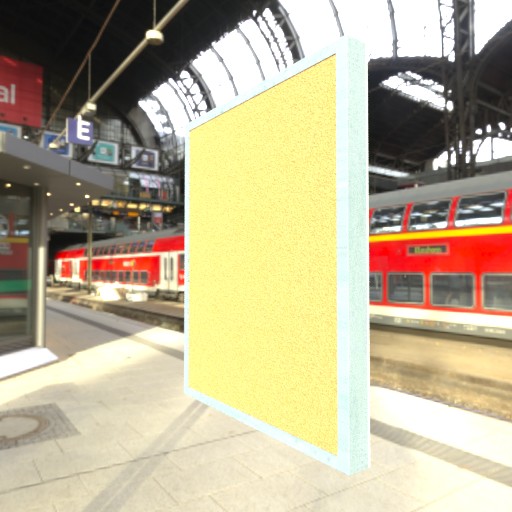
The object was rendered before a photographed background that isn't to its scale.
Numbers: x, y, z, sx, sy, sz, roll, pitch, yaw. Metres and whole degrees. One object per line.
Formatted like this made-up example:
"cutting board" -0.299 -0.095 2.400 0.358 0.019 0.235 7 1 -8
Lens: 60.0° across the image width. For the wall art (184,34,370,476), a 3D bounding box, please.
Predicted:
"wall art" 0.000 0.000 0.685 0.037 0.509 0.409 1 -2 -36
